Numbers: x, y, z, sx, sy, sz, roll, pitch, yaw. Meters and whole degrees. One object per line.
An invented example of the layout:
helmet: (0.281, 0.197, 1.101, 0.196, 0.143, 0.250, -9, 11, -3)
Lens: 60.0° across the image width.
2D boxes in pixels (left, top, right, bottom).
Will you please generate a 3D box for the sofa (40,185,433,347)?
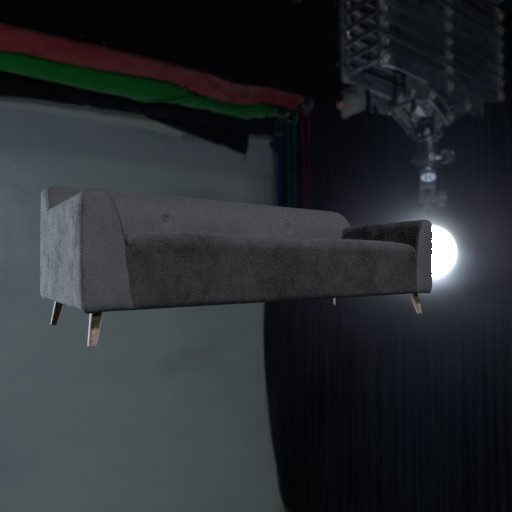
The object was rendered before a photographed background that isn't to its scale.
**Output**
sofa: (0.000, 0.000, 2.612, 2.190, 0.740, 0.900, 1, -1, -35)
